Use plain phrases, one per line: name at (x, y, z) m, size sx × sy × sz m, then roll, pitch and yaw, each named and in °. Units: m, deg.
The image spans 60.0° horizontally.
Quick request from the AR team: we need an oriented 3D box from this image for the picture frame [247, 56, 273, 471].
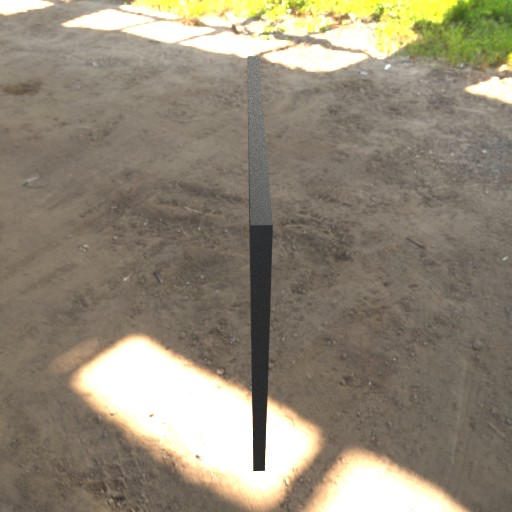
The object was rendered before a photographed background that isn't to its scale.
picture frame at (0.000, 0.000, 1.166) m, size 0.032 × 0.775 × 0.775 m, roll -1°, pitch 41°, yaw -1°
